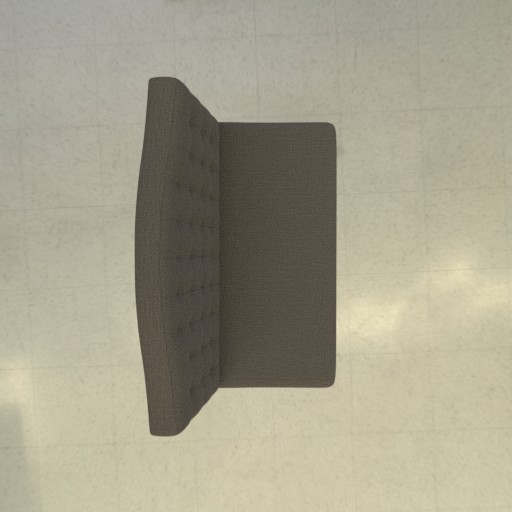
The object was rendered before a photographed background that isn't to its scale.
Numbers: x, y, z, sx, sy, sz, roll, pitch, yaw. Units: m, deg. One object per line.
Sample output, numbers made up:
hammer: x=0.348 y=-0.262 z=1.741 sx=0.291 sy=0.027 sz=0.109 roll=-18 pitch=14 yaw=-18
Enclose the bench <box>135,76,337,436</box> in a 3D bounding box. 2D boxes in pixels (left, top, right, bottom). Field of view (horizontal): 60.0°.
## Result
bench: x=0.000 y=0.000 z=2.065 sx=0.815 sy=1.180 sz=1.335 roll=0 pitch=91 yaw=0
